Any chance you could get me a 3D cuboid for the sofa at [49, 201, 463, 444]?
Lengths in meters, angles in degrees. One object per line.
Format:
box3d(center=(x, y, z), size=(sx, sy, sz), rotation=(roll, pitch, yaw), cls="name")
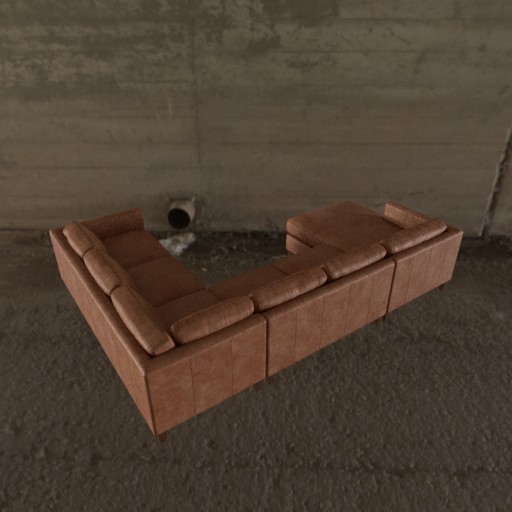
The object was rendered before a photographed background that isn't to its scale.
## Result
box3d(center=(0.000, 0.000, 4.598), size=(3.401, 0.832, 2.430), rotation=(-20, 36, -30), cls="sofa")
